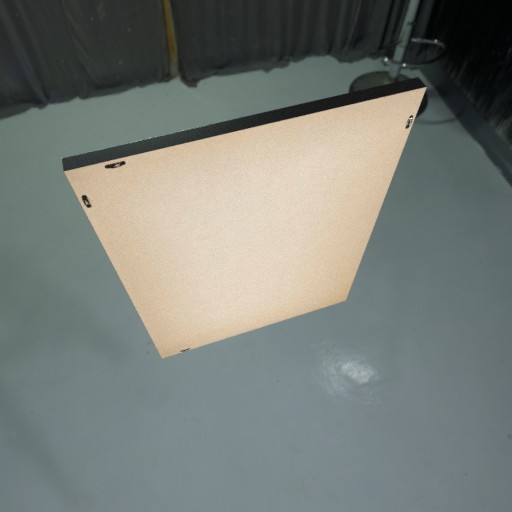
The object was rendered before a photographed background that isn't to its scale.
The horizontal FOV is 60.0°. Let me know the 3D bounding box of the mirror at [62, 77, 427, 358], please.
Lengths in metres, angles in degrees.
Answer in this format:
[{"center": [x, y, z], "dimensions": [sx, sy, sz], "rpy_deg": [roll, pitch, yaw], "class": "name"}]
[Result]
[{"center": [0.000, 0.000, 1.321], "dimensions": [0.762, 1.016, 0.041], "rpy_deg": [-16, 59, -10], "class": "mirror"}]
